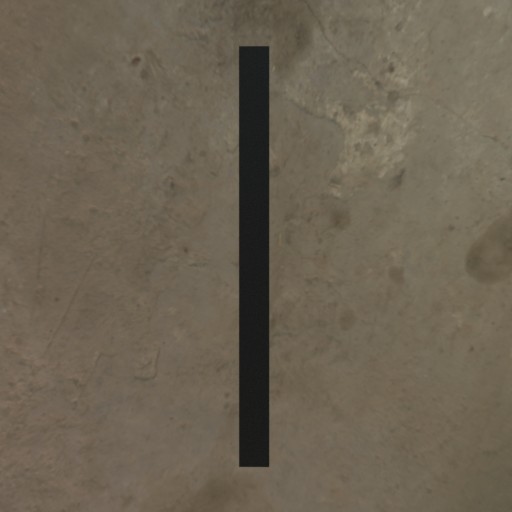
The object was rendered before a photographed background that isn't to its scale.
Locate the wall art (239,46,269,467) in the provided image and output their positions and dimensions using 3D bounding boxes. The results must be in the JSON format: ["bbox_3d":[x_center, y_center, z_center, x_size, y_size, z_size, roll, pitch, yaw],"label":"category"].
[{"bbox_3d":[0.000,0.000,0.548,0.024,0.404,0.329,0,90,0],"label":"wall art"}]
